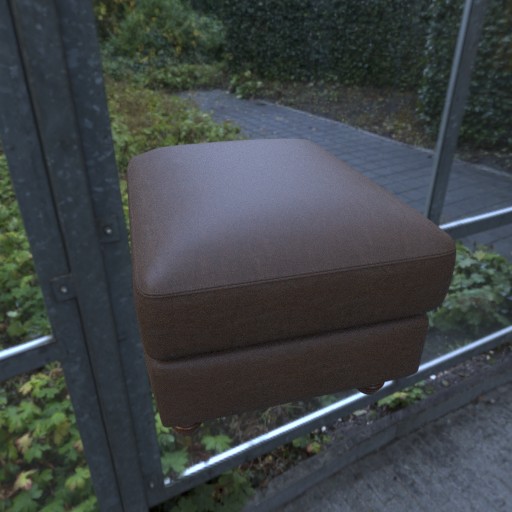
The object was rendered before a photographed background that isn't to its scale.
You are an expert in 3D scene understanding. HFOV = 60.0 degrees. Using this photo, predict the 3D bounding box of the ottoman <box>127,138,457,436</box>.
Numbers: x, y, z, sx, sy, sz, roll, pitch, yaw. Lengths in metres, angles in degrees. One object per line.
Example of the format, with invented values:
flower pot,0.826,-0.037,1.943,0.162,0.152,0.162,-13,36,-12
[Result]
ottoman,0.000,0.000,1.176,0.635,0.508,0.787,-8,30,-13
